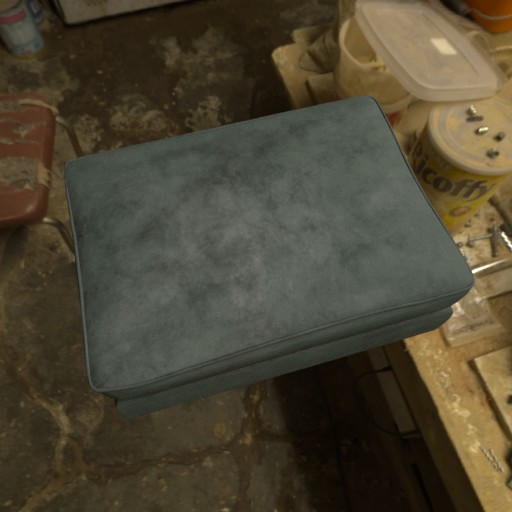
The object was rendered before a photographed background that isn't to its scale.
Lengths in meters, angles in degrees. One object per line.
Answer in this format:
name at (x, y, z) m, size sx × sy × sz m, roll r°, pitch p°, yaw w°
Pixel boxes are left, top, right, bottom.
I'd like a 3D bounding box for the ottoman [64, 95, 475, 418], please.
ottoman at (0.000, 0.000, 1.221) m, size 0.864 × 0.495 × 0.632 m, roll -14°, pitch 65°, yaw -7°
